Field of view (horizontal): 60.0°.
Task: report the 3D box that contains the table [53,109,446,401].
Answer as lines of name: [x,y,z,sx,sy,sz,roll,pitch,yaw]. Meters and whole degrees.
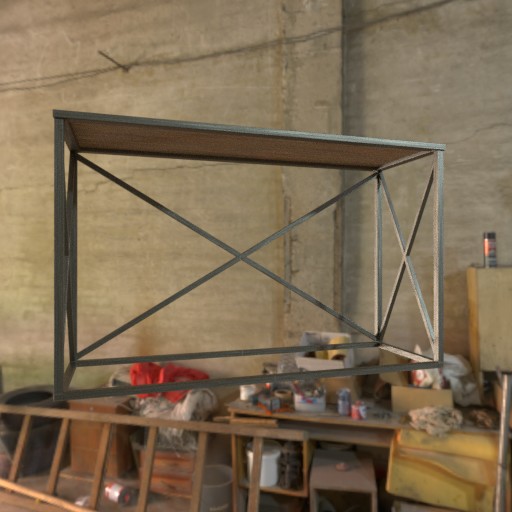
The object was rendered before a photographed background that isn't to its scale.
table: [0.000,0.000,1.507,1.216,0.753,0.402,0,0,-17]
